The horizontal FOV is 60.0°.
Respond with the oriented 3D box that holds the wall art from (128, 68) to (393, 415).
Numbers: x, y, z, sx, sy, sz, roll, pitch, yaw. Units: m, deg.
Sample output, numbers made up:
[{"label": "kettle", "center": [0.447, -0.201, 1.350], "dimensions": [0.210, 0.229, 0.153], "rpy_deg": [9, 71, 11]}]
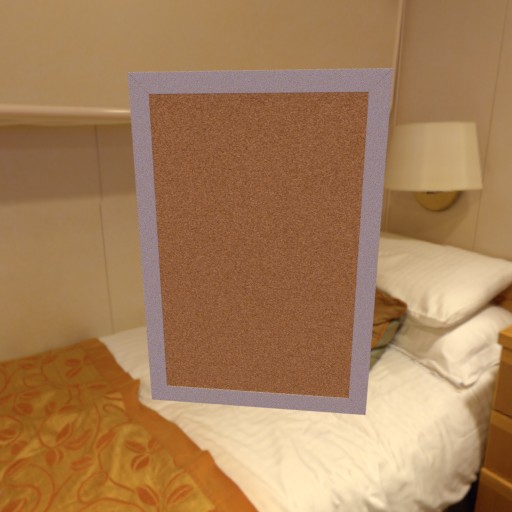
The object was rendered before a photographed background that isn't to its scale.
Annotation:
[{"label": "wall art", "center": [0.000, 0.000, 0.848], "dimensions": [0.454, 0.659, 0.011], "rpy_deg": [2, 16, 7]}]
